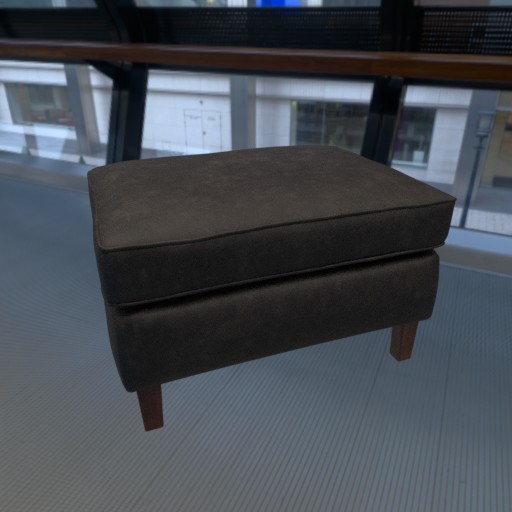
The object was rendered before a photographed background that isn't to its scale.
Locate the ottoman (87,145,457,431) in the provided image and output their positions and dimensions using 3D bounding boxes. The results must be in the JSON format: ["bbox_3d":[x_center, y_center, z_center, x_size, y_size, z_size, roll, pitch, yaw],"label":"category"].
[{"bbox_3d":[0.000,0.000,0.994,0.665,0.413,0.501,-9,28,-18],"label":"ottoman"}]
